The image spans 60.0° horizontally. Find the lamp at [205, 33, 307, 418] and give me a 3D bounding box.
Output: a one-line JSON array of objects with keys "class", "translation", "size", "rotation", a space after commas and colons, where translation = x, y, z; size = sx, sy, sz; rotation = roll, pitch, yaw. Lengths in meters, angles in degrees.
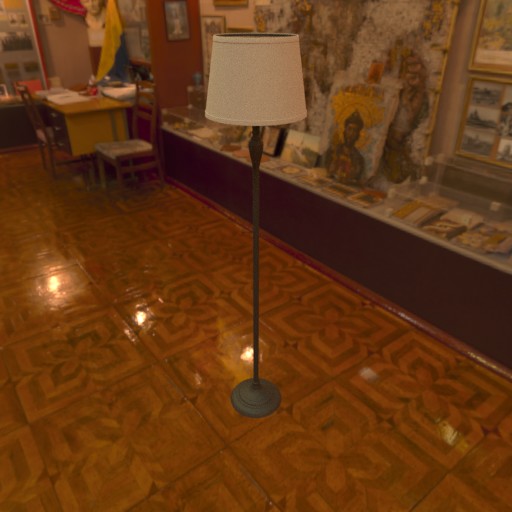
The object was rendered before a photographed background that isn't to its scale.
[{"class": "lamp", "translation": [0.000, 0.000, 1.686], "size": [0.327, 1.506, 0.327], "rotation": [-19, 35, -30]}]
